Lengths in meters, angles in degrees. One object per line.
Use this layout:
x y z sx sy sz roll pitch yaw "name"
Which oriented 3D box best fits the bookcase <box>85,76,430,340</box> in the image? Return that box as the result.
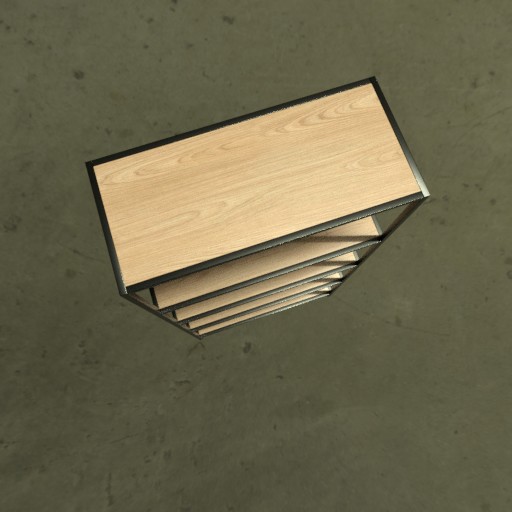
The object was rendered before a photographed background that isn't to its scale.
0.000 0.000 1.802 0.770 1.500 0.350 -18 76 -5 "bookcase"
